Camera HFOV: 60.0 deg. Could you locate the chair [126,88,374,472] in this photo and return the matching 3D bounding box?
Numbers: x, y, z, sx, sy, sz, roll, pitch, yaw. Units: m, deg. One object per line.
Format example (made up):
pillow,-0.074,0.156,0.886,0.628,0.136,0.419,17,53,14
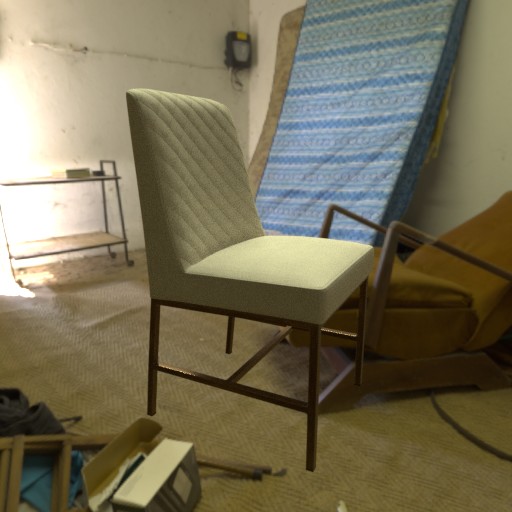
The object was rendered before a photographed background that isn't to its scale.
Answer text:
chair,0.000,0.000,1.313,0.597,0.933,0.503,7,16,26
